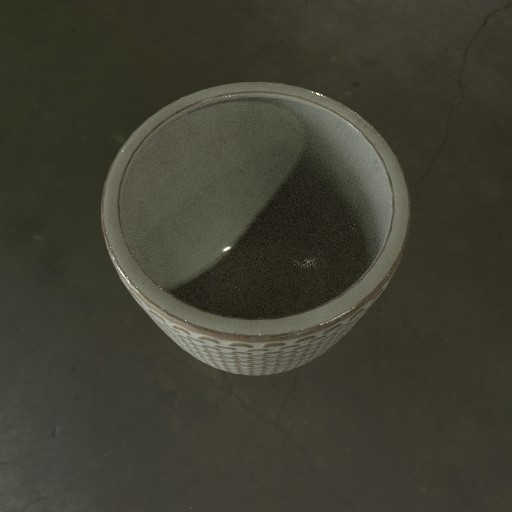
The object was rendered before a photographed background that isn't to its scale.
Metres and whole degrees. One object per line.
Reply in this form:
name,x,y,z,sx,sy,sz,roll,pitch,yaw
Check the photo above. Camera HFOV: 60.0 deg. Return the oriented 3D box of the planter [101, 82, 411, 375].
planter,0.000,0.000,0.254,0.139,0.130,0.139,0,63,0
